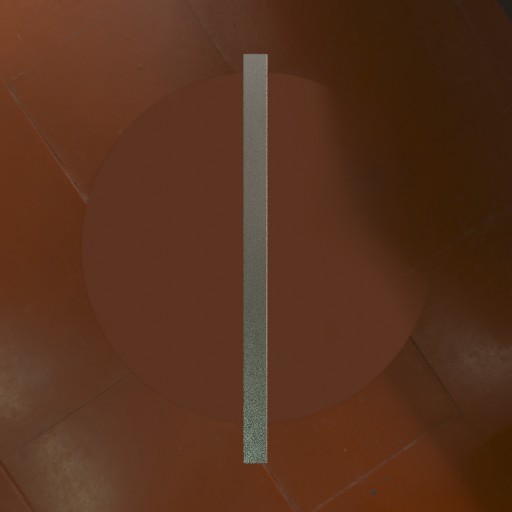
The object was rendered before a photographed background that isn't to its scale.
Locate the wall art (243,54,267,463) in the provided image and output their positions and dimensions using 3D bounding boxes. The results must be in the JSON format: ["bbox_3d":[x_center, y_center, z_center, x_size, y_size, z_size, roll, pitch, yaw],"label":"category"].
[{"bbox_3d":[0.000,0.000,0.765,0.025,0.569,0.444,0,91,0],"label":"wall art"}]
